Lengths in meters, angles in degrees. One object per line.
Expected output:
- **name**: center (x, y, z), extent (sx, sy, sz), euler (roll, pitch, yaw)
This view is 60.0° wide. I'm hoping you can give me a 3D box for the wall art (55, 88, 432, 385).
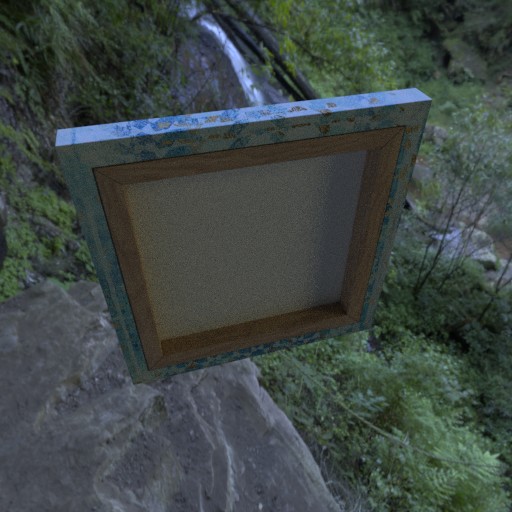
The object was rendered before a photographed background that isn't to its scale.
- **wall art**: center (0.000, 0.000, 0.607), extent (0.405, 0.405, 0.037), euler (-11, 43, -12)
